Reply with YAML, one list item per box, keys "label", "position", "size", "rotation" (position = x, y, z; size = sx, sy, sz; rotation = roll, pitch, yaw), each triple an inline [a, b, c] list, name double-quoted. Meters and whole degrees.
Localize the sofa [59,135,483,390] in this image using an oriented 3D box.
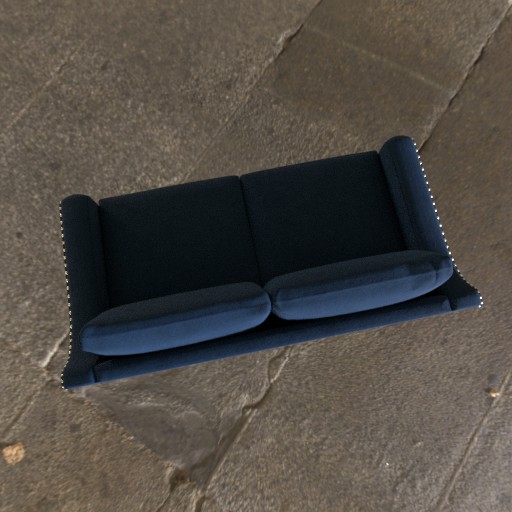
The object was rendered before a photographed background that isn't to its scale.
- label: "sofa"
  position: [0.000, 0.000, 2.607]
  size: [2.107, 0.983, 1.104]
  rotation: [-11, 76, -3]
